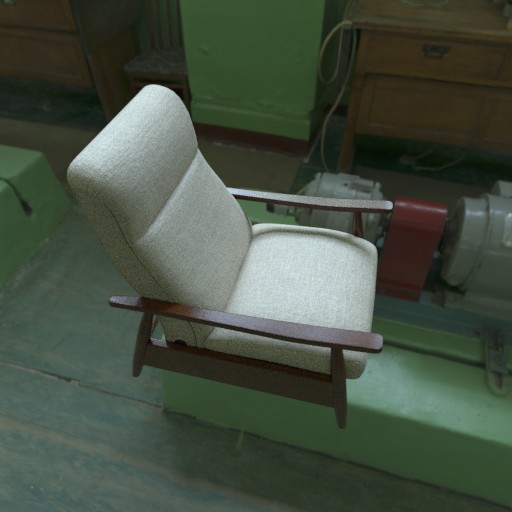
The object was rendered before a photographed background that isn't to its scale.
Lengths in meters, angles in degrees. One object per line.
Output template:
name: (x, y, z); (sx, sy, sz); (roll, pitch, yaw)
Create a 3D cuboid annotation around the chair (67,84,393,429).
chair: (0.000, 0.000, 1.781); (1.014, 1.082, 0.762); (11, 47, 10)
